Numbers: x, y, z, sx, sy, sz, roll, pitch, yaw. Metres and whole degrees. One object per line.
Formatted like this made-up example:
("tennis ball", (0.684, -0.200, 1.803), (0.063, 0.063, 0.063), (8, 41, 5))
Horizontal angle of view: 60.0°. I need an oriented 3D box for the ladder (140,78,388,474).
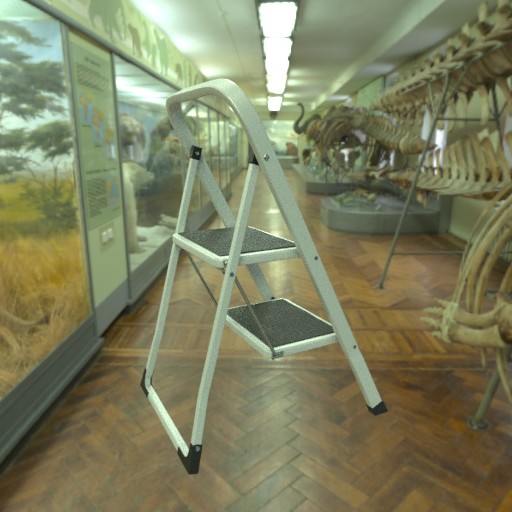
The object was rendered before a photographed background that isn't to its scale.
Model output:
("ladder", (0.000, 0.000, 1.137), (0.544, 0.810, 0.460), (-8, 16, -27))
